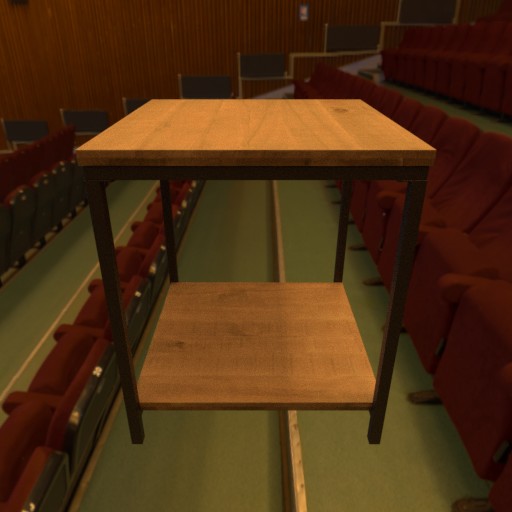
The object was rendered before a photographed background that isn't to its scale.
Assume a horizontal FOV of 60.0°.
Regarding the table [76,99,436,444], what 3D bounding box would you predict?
[{"bbox_3d":[0.000,0.000,0.976,0.503,0.589,0.507,0,27,0],"label":"table"}]
